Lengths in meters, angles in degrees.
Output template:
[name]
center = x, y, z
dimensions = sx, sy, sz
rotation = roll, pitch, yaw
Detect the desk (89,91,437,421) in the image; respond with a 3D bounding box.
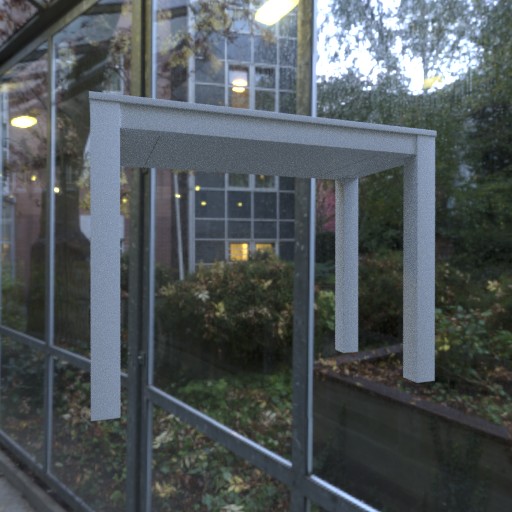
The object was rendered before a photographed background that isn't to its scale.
[desk]
center = 0.000, 0.000, 1.420
dimensions = 0.990, 0.762, 0.497
rotation = 0, 0, -19
